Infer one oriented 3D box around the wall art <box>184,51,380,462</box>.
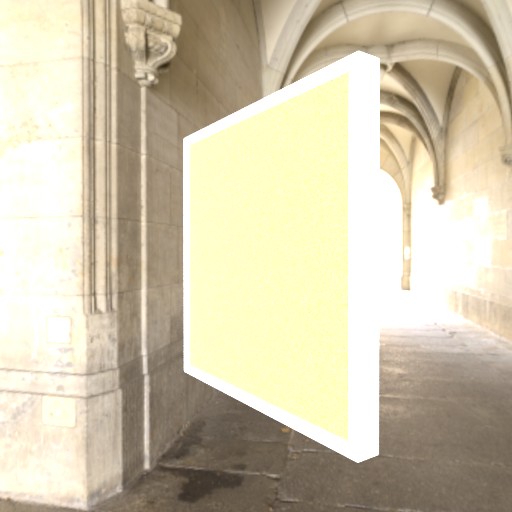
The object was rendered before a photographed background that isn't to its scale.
[{"bbox_3d":[0.000,0.000,0.765,0.038,0.508,0.508,0,1,-34],"label":"wall art"}]
